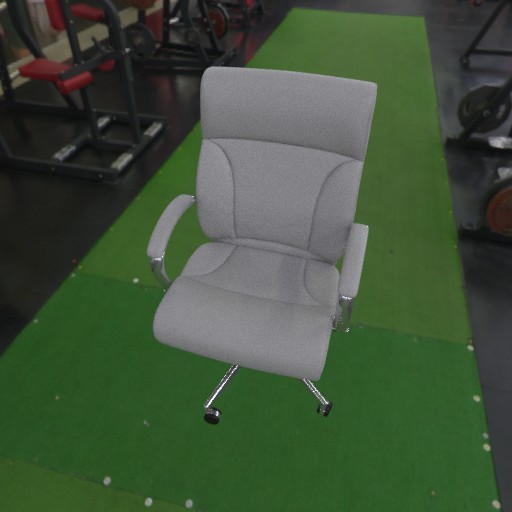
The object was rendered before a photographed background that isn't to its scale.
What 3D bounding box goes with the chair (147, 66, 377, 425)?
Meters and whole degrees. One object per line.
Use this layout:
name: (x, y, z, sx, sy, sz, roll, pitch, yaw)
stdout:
chair: (0.000, 0.000, 1.571, 0.727, 1.099, 0.745, 11, 42, 12)
